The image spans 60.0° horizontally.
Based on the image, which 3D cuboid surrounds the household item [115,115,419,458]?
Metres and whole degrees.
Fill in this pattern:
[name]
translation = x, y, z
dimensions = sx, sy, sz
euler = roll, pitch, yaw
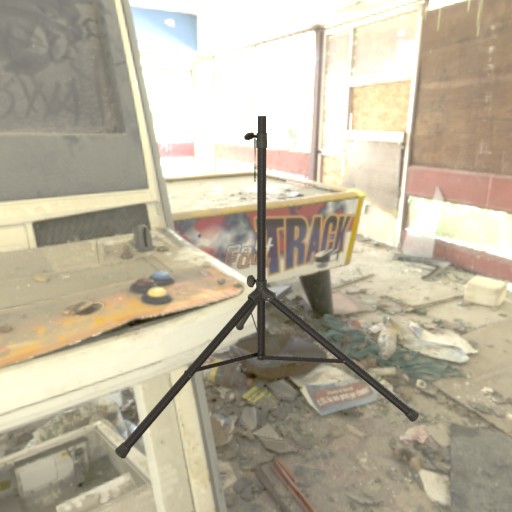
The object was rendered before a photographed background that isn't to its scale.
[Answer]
[household item]
translation = 0.000, 0.000, 2.651
dimensions = 1.596, 1.595, 1.339
euler = -3, 17, -9
